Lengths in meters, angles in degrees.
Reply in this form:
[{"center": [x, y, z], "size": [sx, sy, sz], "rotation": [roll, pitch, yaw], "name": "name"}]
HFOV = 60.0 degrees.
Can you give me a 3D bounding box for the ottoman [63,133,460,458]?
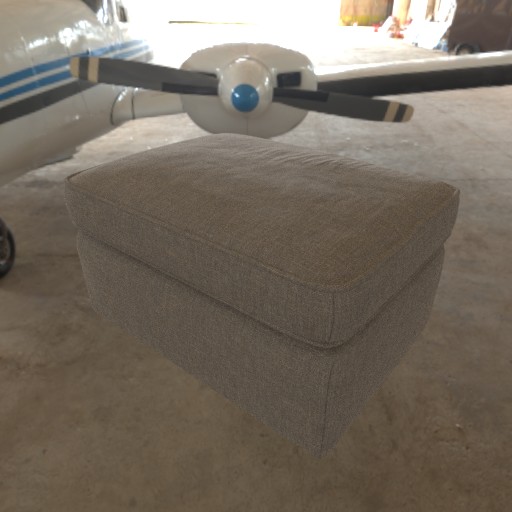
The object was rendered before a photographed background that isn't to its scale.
[{"center": [0.000, 0.000, 1.081], "size": [0.762, 0.457, 0.559], "rotation": [22, 36, 33], "name": "ottoman"}]
